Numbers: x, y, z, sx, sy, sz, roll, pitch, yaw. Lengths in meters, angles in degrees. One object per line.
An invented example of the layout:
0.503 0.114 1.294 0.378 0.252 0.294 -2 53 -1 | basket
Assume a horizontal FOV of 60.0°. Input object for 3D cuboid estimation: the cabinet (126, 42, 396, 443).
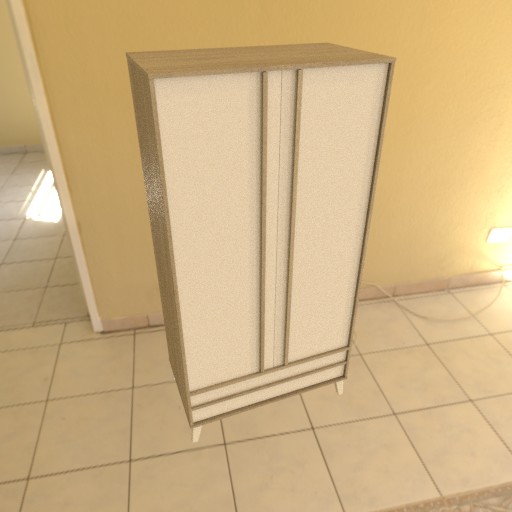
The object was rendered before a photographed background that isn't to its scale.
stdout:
0.000 0.000 2.401 1.006 1.999 0.571 -12 34 -18 | cabinet
